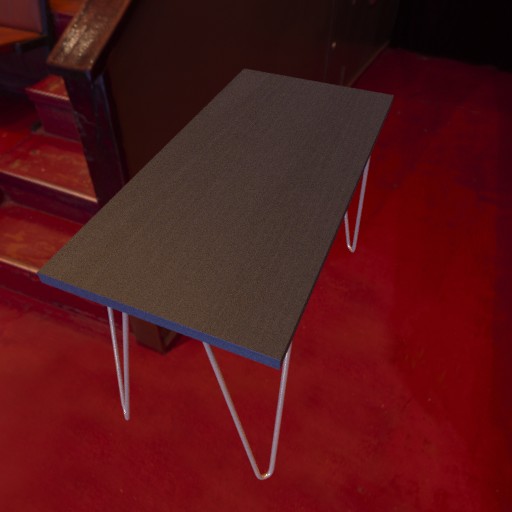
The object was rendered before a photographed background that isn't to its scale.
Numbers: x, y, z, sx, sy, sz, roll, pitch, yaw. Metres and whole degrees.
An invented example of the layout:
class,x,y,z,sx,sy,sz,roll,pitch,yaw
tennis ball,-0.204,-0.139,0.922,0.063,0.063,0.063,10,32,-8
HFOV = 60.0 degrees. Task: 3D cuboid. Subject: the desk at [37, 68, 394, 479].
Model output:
class,x,y,z,sx,sy,sz,roll,pitch,yaw
desk,0.000,0.000,1.338,0.499,0.660,0.991,17,48,15
